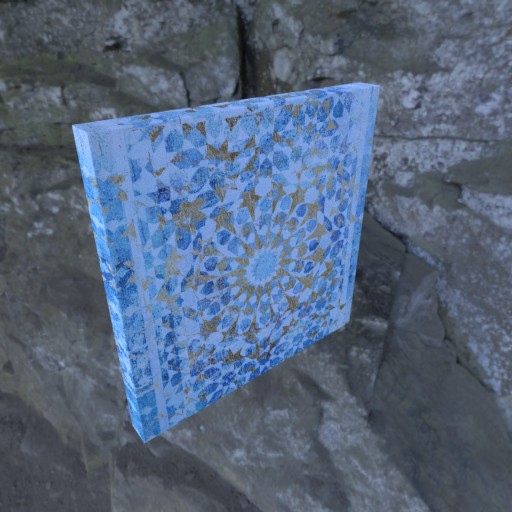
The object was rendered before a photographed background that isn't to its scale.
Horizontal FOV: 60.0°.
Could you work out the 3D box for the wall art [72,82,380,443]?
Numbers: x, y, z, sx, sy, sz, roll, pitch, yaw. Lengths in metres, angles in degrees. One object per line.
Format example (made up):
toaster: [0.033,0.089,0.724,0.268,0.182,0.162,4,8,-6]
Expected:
wall art: [0.000,0.000,0.605,0.405,0.405,0.037,-22,36,-33]
